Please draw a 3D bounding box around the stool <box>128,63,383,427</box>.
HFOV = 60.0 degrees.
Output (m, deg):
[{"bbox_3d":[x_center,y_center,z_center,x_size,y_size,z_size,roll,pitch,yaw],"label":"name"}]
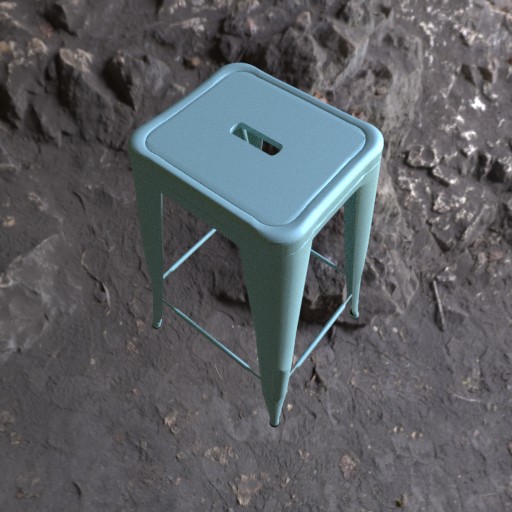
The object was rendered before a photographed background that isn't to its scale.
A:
[{"bbox_3d":[0.000,0.000,0.868,0.399,0.609,0.359,34,63,20],"label":"stool"}]
